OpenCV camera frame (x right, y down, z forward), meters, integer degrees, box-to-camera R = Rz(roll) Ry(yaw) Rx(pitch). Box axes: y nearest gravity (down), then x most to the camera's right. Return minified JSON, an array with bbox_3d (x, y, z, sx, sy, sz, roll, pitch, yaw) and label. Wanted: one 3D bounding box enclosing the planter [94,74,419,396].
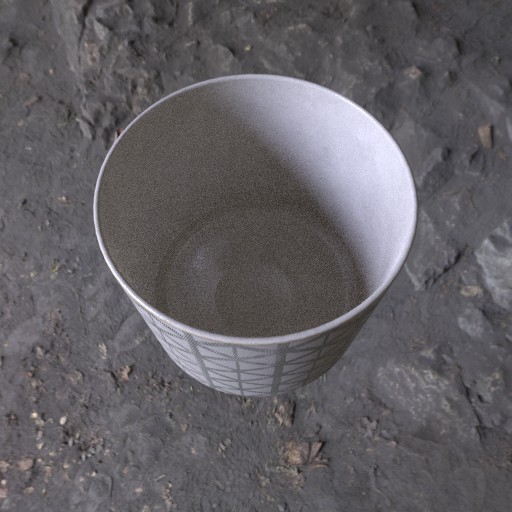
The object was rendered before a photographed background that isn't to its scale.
[{"bbox_3d":[0.000,0.000,0.342,0.190,0.181,0.190,0,63,0],"label":"planter"}]
